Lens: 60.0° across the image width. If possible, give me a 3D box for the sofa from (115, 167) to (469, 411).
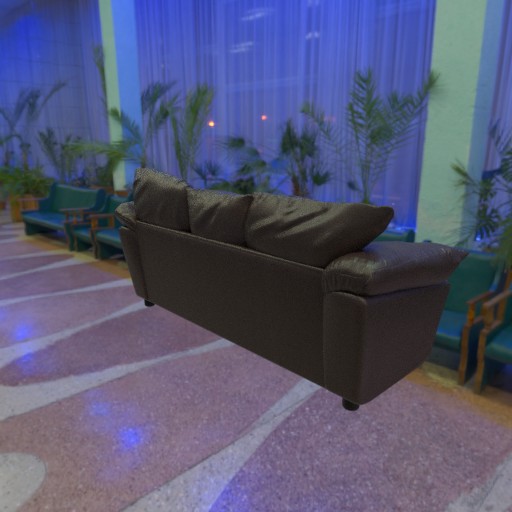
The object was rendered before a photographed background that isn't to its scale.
[{"bbox_3d":[0.000,0.000,2.945,0.907,1.091,2.390,-14,20,-42],"label":"sofa"}]
